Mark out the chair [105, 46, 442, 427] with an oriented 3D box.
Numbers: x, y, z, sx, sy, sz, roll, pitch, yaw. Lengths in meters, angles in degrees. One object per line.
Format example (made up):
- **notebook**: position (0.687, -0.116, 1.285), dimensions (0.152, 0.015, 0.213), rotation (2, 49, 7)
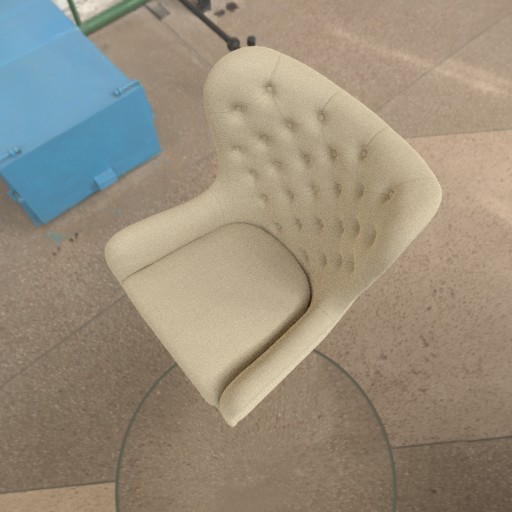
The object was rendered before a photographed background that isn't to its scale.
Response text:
- **chair**: position (0.000, 0.000, 1.683), dimensions (0.929, 1.079, 0.831), rotation (-37, 70, -16)
